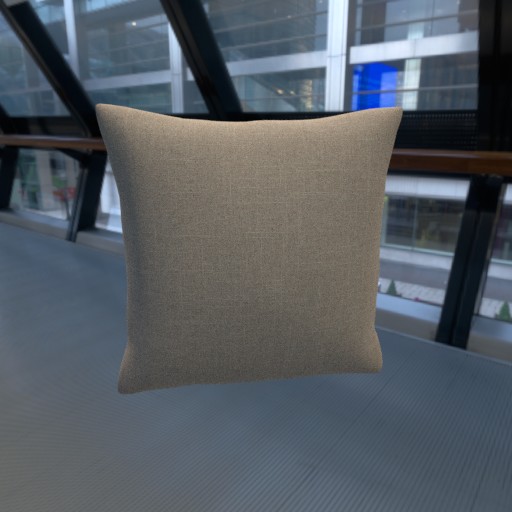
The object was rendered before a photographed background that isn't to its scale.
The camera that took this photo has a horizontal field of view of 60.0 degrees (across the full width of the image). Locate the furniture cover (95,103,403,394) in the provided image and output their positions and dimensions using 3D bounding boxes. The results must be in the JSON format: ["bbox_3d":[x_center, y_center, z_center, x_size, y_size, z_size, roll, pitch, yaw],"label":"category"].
[{"bbox_3d":[0.000,0.000,0.785,0.512,0.506,0.178,-2,15,-9],"label":"furniture cover"}]
